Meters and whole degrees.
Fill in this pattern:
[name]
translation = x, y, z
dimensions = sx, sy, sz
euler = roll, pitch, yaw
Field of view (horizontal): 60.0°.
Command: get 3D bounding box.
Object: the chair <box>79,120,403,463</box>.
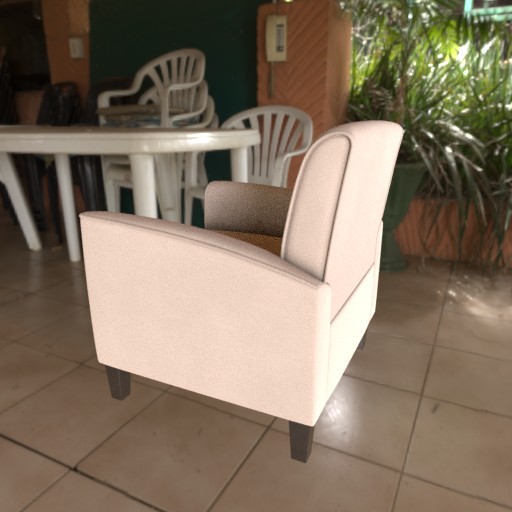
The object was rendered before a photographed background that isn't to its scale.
[chair]
translation = 0.000, 0.000, 1.561
dimensions = 0.820, 0.915, 0.820
euler = 8, 19, 24
